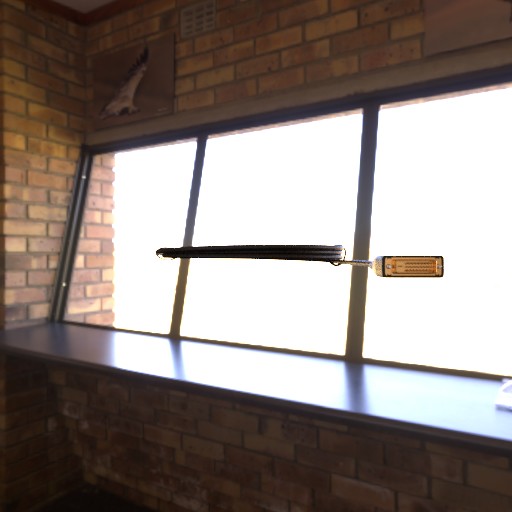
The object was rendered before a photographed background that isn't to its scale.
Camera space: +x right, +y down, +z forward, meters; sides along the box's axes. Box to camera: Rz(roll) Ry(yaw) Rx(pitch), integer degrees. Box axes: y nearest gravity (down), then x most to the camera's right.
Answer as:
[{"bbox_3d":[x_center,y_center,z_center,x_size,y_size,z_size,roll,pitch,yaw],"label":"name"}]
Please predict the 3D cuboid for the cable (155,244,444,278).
[{"bbox_3d":[0.000,0.000,0.508,0.257,0.030,0.422,0,0,0],"label":"cable"}]
